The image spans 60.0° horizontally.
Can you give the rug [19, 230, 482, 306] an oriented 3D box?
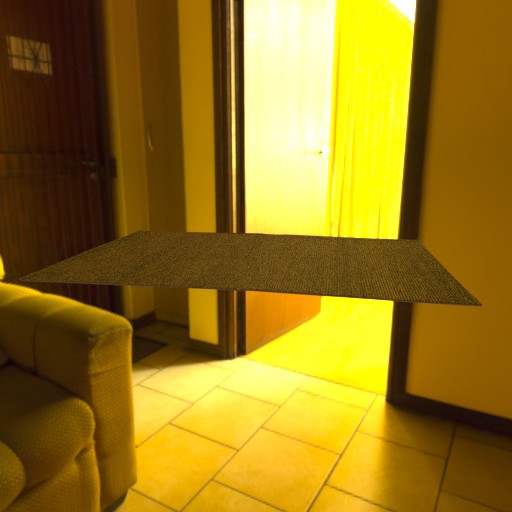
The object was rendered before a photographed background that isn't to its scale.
[{"bbox_3d":[0.000,0.000,2.210,1.777,0.021,1.145,2,14,10],"label":"rug"}]
